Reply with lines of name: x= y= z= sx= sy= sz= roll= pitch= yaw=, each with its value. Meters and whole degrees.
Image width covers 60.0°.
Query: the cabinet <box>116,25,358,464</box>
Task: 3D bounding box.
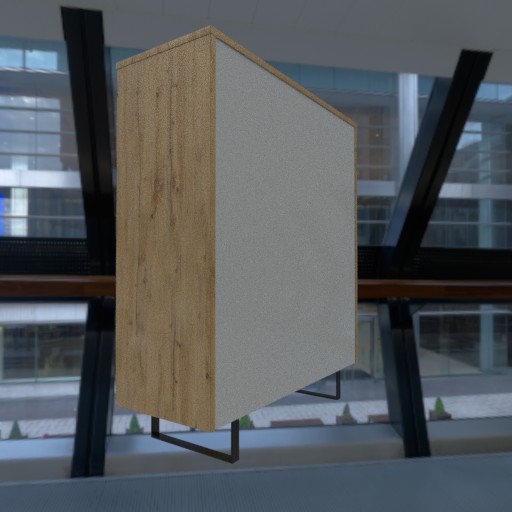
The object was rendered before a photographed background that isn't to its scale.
cabinet: x=0.000 y=0.000 z=1.962 sx=0.473 sy=1.397 sz=1.168 roll=-1 pitch=-1 yaw=35
